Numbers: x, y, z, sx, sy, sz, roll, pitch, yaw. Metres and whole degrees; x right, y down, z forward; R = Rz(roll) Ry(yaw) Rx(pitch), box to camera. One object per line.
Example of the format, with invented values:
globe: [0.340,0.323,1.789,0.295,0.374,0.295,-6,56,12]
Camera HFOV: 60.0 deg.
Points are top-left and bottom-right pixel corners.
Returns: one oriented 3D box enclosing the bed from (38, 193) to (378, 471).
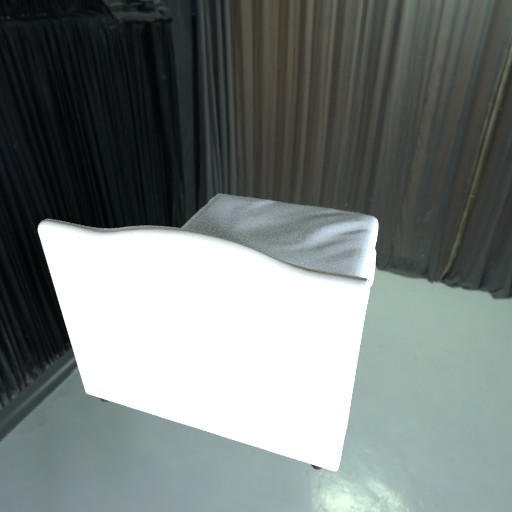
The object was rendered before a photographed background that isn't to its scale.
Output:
bed: [0.000,0.000,3.293,1.753,1.460,2.143,11,33,16]
